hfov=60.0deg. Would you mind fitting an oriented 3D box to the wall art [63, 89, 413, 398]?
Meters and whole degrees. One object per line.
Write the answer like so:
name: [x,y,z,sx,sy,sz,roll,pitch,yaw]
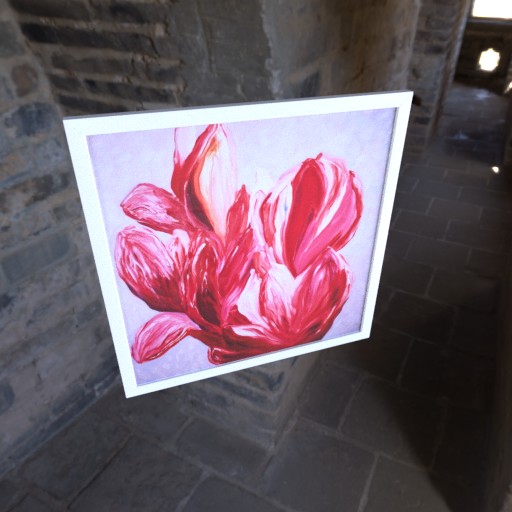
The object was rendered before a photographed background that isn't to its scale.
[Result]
wall art: [0.000,0.000,0.987,0.664,0.661,0.020,-10,33,-16]
